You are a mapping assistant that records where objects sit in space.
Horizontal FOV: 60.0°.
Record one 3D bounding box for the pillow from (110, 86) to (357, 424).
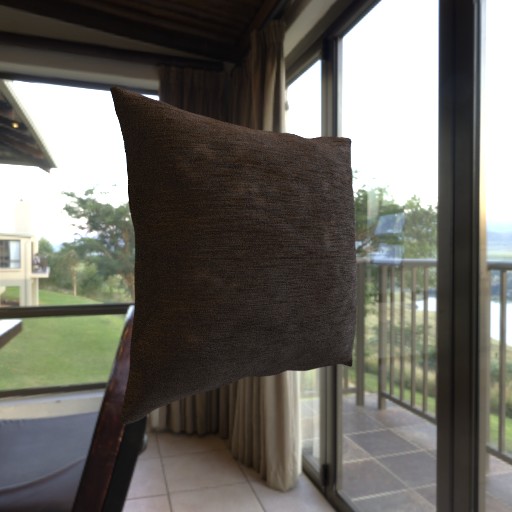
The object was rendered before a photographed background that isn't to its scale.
[{"bbox_3d":[0.000,0.000,0.697,0.452,0.439,0.204,-1,1,-36],"label":"pillow"}]
